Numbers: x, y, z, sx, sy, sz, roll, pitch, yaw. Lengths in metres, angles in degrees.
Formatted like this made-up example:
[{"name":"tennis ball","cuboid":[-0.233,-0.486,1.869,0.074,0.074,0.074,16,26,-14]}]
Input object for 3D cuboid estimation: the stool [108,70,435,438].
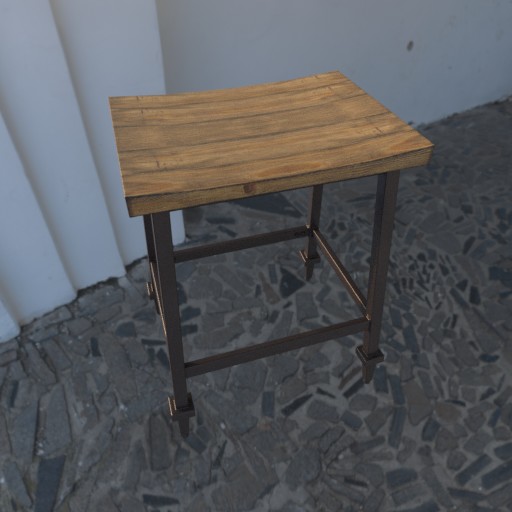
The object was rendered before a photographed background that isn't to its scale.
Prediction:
[{"name":"stool","cuboid":[0.000,0.000,0.961,0.486,0.625,0.405,-12,43,-13]}]
